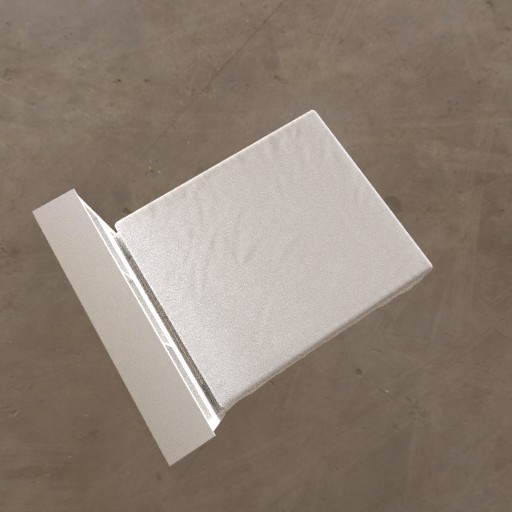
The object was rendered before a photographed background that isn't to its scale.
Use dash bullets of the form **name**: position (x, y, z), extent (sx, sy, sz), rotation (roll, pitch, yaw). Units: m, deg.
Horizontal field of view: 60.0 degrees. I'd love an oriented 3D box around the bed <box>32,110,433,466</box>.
- **bed**: position (0.000, 0.000, 3.161), extent (2.133, 1.092, 1.671), rotation (-32, 78, -8)
